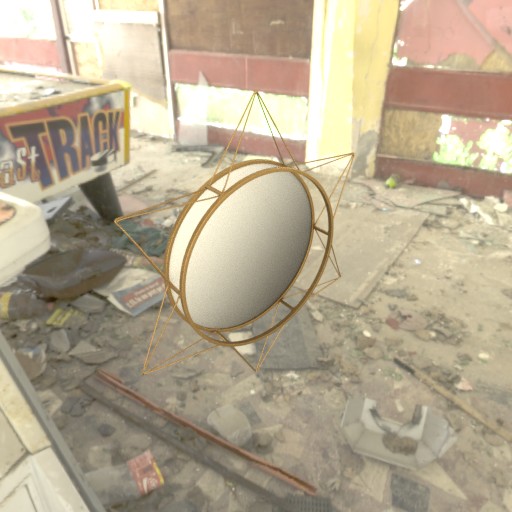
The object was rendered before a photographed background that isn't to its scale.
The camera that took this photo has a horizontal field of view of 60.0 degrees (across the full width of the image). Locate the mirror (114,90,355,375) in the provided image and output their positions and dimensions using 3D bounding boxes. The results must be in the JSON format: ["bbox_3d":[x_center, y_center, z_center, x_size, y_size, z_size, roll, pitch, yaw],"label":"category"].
[{"bbox_3d":[0.000,0.000,0.817,0.498,0.581,0.062,-22,37,-32],"label":"mirror"}]
